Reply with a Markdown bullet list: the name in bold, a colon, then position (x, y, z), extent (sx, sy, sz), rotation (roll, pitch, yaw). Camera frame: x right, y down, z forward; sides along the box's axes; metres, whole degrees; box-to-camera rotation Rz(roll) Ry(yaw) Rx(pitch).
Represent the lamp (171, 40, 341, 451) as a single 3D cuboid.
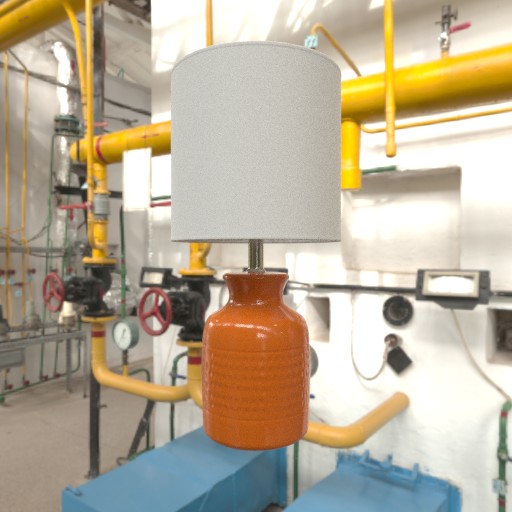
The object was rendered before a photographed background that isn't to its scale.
- **lamp**: position (0.000, 0.000, 1.105), extent (0.418, 0.871, 0.418), rotation (0, 1, 36)
